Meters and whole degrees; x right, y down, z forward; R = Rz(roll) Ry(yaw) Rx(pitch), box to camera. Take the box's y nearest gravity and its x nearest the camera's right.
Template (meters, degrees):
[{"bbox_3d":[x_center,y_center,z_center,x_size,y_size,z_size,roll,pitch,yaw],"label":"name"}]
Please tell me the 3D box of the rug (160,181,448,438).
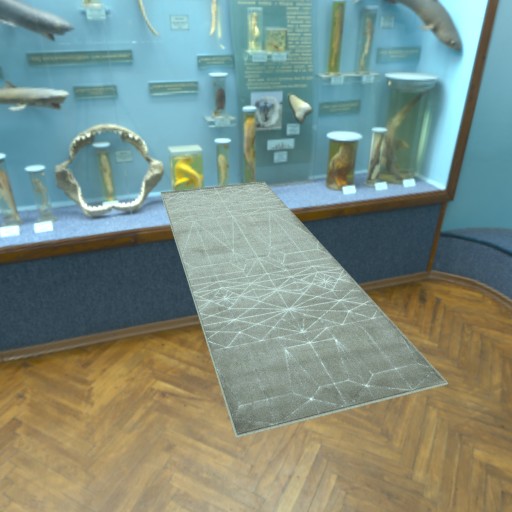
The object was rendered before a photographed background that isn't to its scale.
[{"bbox_3d":[0.000,0.000,2.632,0.864,0.012,2.388,-8,31,-15],"label":"rug"}]
